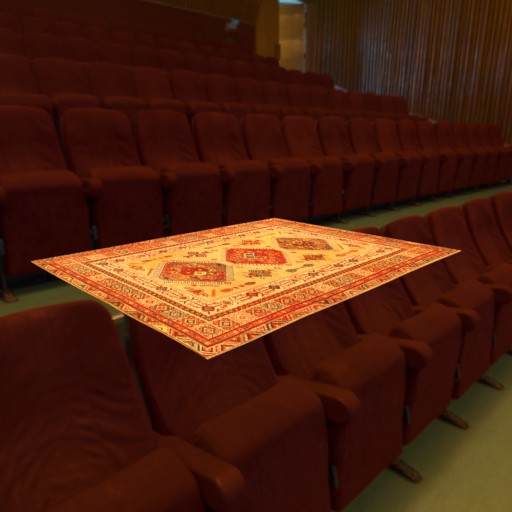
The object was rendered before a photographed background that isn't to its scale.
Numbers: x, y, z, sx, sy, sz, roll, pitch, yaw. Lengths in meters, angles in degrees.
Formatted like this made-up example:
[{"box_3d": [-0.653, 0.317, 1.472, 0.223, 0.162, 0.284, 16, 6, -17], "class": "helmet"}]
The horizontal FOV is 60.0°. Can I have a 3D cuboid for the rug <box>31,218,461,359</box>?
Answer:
[{"box_3d": [0.000, 0.000, 4.027, 3.067, 0.005, 2.460, -14, 21, -42], "class": "rug"}]
